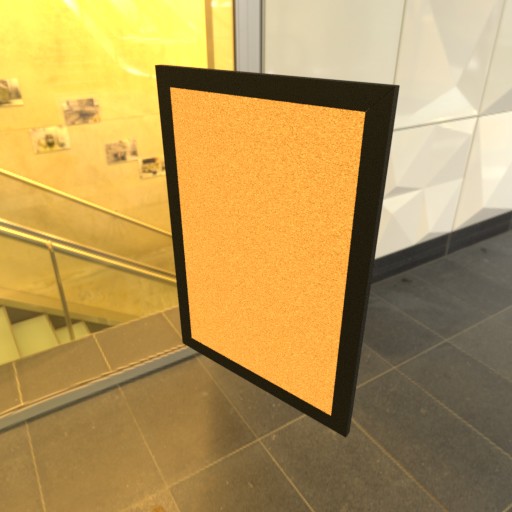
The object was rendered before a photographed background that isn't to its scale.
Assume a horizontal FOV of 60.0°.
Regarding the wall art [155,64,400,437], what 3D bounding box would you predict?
[{"bbox_3d":[0.000,0.000,0.599,0.326,0.459,0.011,21,34,33],"label":"wall art"}]
